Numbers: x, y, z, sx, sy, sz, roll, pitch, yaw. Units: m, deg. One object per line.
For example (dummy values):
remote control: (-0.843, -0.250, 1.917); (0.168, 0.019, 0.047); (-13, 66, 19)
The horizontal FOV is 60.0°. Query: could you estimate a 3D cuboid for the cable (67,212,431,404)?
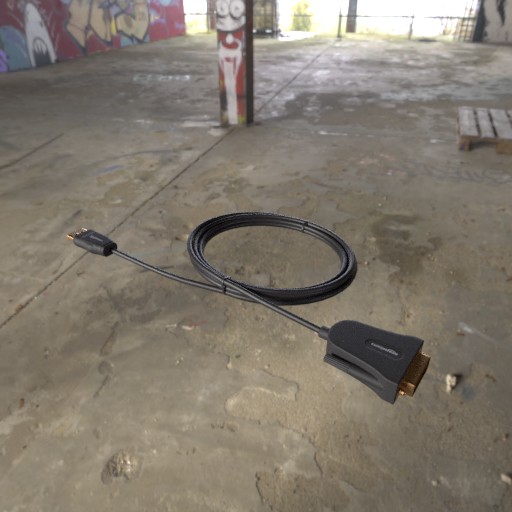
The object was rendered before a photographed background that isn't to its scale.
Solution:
cable: (0.000, 0.000, 0.333); (0.281, 0.015, 0.136); (21, 37, 30)
